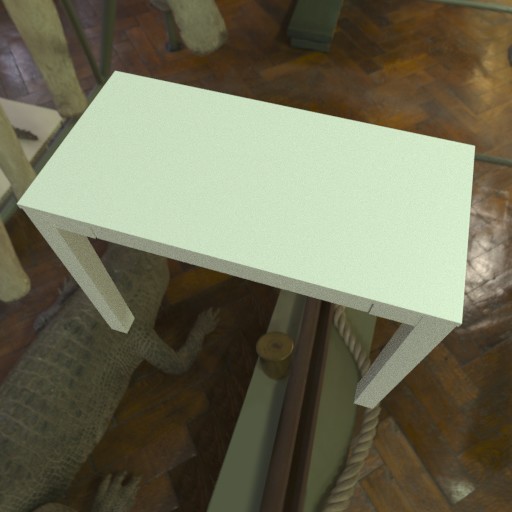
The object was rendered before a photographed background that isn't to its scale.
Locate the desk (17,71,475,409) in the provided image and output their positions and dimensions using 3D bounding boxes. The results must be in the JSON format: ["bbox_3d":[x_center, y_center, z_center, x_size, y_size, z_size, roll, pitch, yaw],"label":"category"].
[{"bbox_3d":[0.000,0.000,1.384,0.990,0.762,0.497,15,60,9],"label":"desk"}]
